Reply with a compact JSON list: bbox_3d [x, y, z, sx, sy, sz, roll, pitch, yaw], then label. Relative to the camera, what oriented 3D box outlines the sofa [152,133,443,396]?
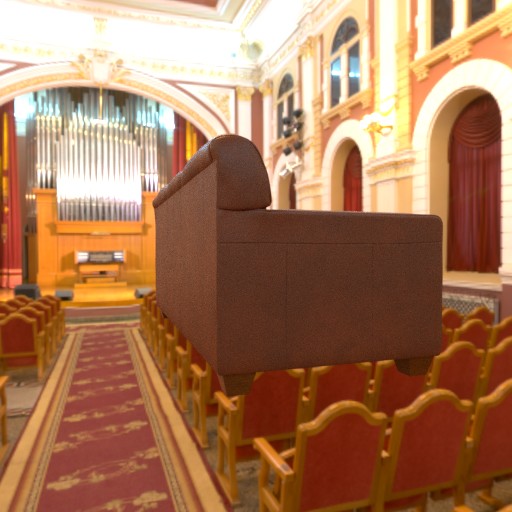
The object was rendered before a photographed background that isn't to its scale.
[{"bbox_3d":[0.000,0.000,2.596,1.008,0.953,2.039,0,1,-19],"label":"sofa"}]
